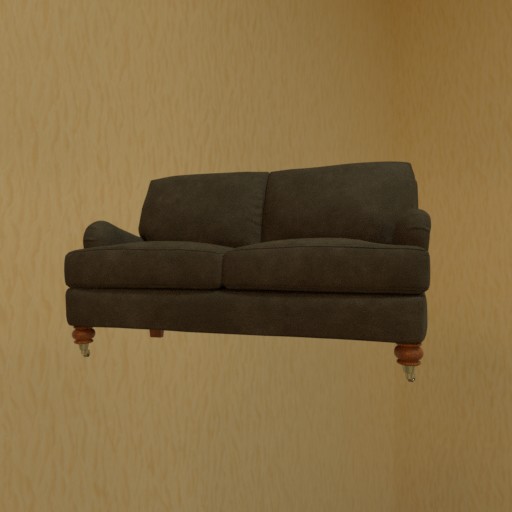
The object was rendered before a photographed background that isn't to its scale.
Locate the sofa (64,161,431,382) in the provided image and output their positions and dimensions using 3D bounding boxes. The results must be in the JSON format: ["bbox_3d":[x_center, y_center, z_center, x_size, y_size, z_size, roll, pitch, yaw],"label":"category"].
[{"bbox_3d":[0.000,0.000,2.538,1.853,1.101,1.084,0,-1,18],"label":"sofa"}]
